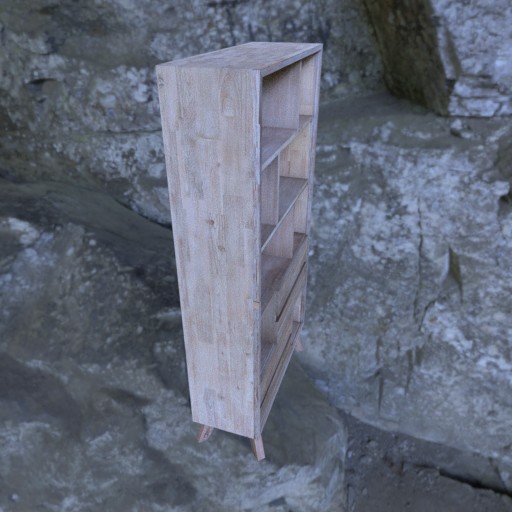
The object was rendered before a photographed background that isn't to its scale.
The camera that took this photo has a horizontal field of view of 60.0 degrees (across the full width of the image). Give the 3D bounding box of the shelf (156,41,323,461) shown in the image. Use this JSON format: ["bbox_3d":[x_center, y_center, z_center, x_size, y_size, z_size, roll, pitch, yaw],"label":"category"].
[{"bbox_3d":[0.000,0.000,1.753,0.308,1.471,0.748,10,31,16],"label":"shelf"}]
